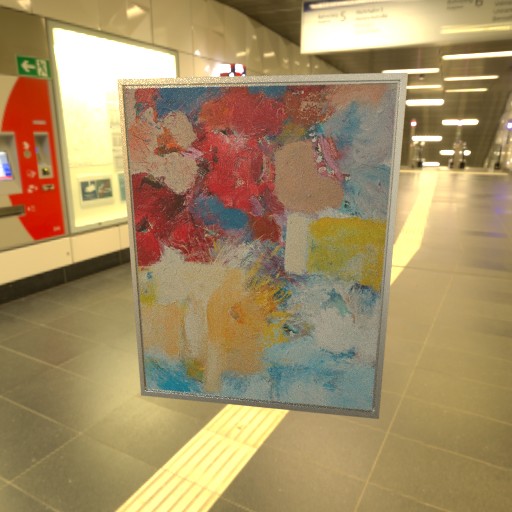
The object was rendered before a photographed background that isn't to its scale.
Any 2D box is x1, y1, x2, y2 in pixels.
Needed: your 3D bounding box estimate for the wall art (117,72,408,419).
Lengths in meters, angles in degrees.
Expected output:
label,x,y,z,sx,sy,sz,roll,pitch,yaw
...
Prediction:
label,x,y,z,sx,sy,sz,roll,pitch,yaw
wall art,0.000,0.000,0.754,0.444,0.569,0.025,3,15,9
